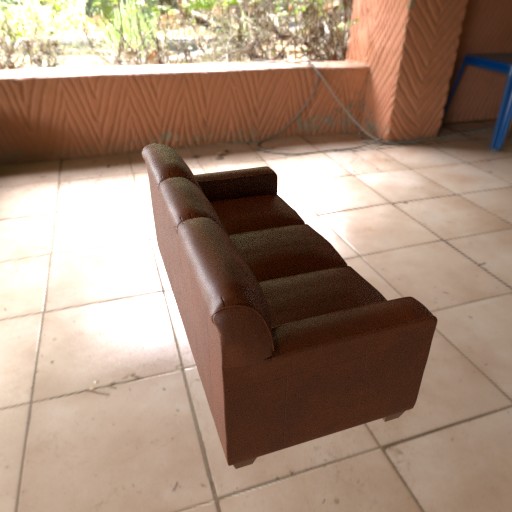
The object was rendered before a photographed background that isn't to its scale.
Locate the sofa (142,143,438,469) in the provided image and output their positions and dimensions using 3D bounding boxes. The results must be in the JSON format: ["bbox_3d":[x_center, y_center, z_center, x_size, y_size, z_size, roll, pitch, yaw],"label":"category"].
[{"bbox_3d":[0.000,0.000,2.624,1.008,0.953,2.039,-10,32,-16],"label":"sofa"}]
